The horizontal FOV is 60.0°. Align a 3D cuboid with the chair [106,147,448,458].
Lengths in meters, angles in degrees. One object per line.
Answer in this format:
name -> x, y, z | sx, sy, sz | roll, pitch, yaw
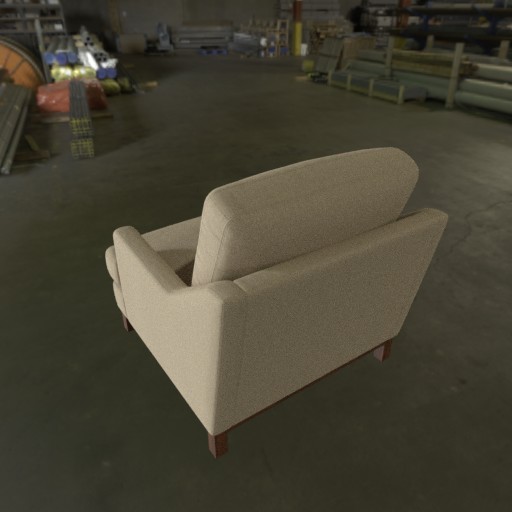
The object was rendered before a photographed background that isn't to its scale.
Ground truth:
chair -> 0.000, 0.000, 1.725 | 0.912, 0.916, 1.001 | -19, 34, -30
